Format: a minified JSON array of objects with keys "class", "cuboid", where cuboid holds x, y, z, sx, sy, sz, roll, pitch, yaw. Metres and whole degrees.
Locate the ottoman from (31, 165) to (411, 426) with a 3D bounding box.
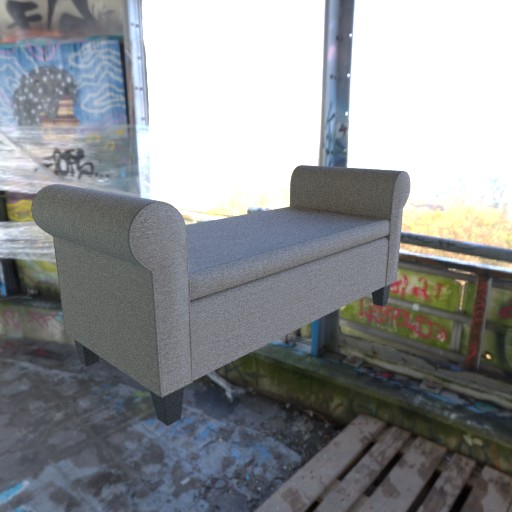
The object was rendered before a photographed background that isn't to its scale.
[{"class":"ottoman","cuboid":[0.000,0.000,1.536,0.521,0.547,1.256,14,21,42]}]
